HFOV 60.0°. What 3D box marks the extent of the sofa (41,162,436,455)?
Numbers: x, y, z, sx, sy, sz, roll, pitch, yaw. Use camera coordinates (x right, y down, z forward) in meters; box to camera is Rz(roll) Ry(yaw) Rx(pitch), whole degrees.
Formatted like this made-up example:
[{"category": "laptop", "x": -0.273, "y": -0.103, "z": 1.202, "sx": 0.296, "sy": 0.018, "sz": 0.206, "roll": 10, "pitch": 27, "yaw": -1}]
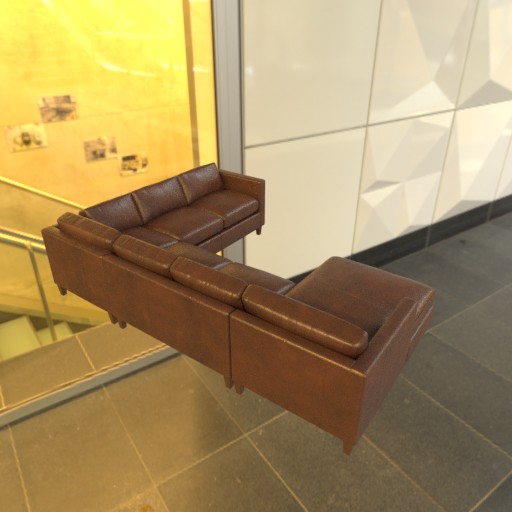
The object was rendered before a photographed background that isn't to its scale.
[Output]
[{"category": "sofa", "x": 0.000, "y": 0.000, "z": 4.382, "sx": 3.324, "sy": 0.891, "sz": 2.452, "roll": 19, "pitch": 34, "yaw": 31}]
